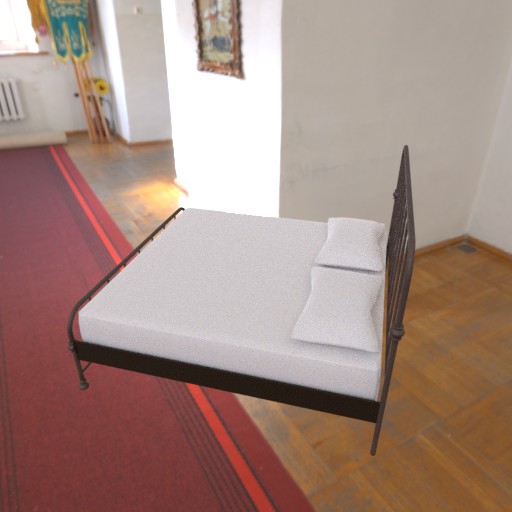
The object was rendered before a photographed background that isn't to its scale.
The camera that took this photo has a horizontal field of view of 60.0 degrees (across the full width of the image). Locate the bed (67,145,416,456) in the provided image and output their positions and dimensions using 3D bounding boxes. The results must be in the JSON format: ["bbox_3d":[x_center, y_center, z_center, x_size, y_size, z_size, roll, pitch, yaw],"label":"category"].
[{"bbox_3d":[0.000,0.000,3.471,2.134,1.446,2.044,8,30,13],"label":"bed"}]
